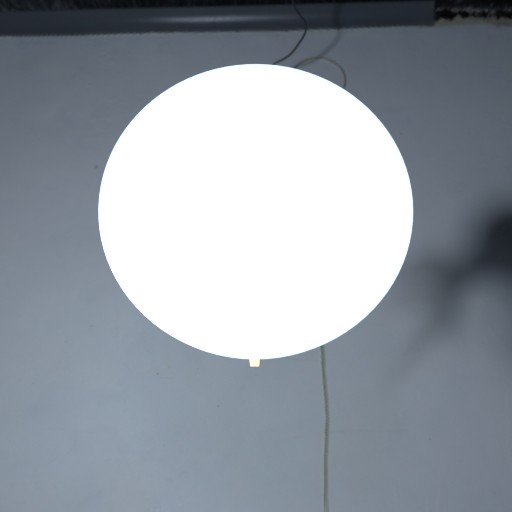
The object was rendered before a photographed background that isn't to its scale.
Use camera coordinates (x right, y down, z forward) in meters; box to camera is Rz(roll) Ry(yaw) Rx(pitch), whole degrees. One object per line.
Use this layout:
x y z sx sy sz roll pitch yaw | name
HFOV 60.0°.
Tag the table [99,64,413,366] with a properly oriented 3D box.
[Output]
0.000 0.000 0.736 0.350 0.500 0.350 0 75 0 | table
